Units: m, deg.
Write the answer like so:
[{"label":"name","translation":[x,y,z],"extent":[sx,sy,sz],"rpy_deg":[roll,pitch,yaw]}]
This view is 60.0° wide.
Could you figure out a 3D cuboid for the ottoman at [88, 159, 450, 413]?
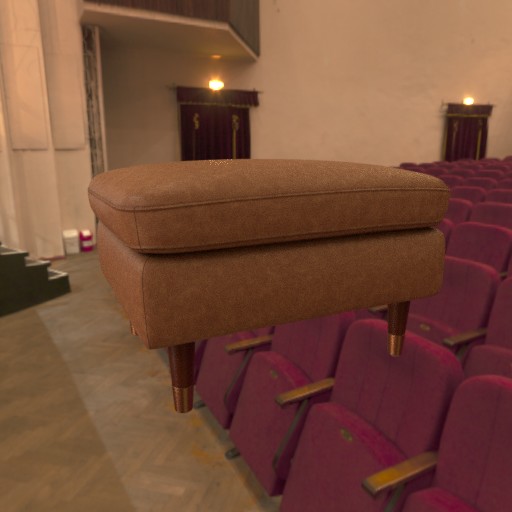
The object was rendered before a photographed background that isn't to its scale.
[{"label":"ottoman","translation":[0.000,0.000,1.119],"extent":[0.747,0.478,0.593],"rpy_deg":[-7,15,-26]}]
